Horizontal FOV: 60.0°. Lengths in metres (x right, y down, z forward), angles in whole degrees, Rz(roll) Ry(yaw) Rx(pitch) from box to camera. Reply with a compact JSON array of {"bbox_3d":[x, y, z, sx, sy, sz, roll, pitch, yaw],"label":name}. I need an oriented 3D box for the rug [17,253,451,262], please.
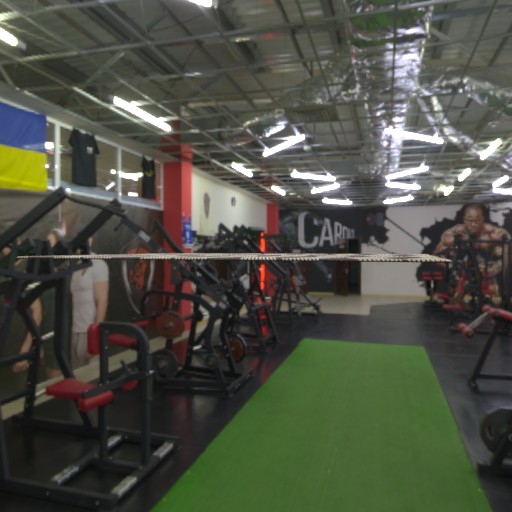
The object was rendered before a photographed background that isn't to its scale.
[{"bbox_3d":[0.000,0.000,4.037,3.048,0.016,2.438,0,1,18],"label":"rug"}]
